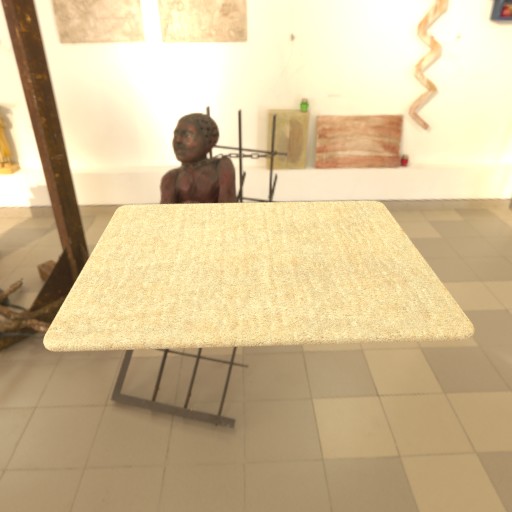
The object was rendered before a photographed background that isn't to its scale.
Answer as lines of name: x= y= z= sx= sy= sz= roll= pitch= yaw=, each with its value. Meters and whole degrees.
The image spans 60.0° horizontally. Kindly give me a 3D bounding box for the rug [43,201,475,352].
rug: x=0.000 y=0.000 z=3.396 sx=2.528 sy=0.048 sz=2.009 roll=-1 pitch=30 yaw=-2
